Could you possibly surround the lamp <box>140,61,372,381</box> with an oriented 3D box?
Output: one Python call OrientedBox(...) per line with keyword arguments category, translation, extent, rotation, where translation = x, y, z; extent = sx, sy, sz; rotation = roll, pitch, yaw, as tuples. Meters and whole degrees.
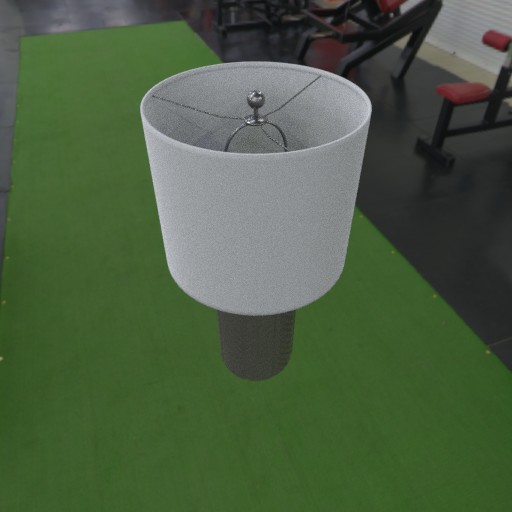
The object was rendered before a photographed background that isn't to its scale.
OrientedBox(category="lamp", translation=(0.000, 0.000, 0.520), extent=(0.203, 0.389, 0.203), rotation=(-12, 43, -13))
